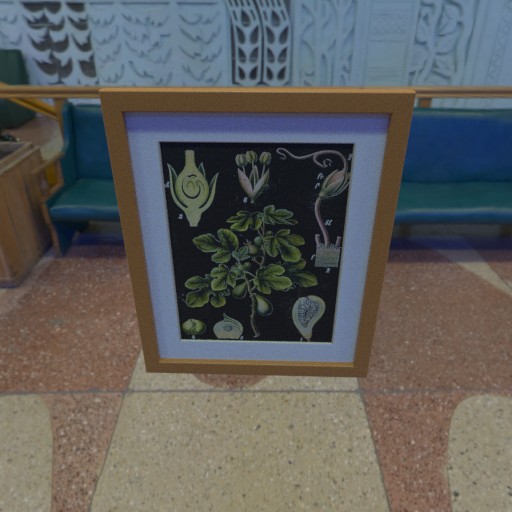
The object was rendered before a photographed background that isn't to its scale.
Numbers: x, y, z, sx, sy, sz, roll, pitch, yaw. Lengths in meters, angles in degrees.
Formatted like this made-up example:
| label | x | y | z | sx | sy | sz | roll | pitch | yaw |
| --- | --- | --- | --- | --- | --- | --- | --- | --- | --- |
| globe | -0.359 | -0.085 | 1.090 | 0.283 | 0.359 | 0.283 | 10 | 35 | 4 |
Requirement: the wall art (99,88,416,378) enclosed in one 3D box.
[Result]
| label | x | y | z | sx | sy | sz | roll | pitch | yaw |
| --- | --- | --- | --- | --- | --- | --- | --- | --- | --- |
| wall art | 0.000 | 0.000 | 0.777 | 0.452 | 0.553 | 0.022 | 1 | 30 | 2 |
